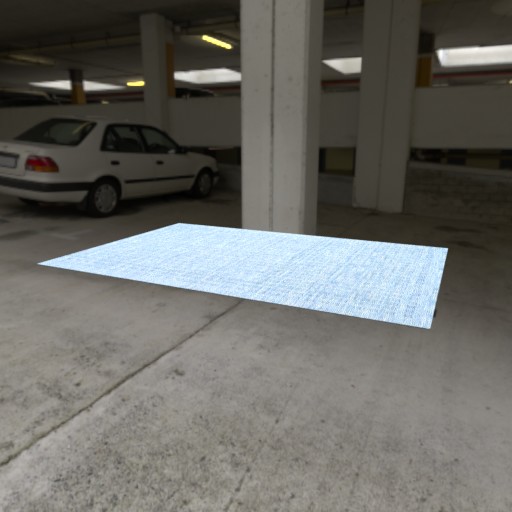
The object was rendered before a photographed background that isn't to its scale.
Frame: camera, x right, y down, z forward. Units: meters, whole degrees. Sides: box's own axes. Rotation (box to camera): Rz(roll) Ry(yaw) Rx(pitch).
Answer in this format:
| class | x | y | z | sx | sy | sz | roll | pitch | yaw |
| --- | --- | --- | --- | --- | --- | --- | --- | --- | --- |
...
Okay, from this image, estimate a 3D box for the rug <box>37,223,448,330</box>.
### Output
| class | x | y | z | sx | sy | sz | roll | pitch | yaw |
| --- | --- | --- | --- | --- | --- | --- | --- | --- | --- |
| rug | 0.000 | 0.000 | 2.943 | 2.286 | 0.006 | 1.522 | 7 | 16 | 24 |
